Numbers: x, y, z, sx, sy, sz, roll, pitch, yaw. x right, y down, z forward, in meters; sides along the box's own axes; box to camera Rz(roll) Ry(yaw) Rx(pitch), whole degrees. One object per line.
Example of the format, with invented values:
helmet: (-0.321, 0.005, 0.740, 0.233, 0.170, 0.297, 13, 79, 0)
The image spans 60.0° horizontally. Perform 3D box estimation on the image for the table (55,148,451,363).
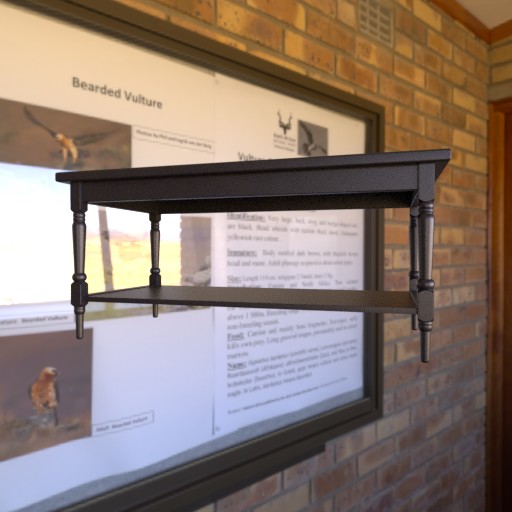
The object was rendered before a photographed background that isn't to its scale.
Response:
table: (0.000, 0.000, 1.450, 1.107, 0.510, 0.550, 0, 1, 17)
